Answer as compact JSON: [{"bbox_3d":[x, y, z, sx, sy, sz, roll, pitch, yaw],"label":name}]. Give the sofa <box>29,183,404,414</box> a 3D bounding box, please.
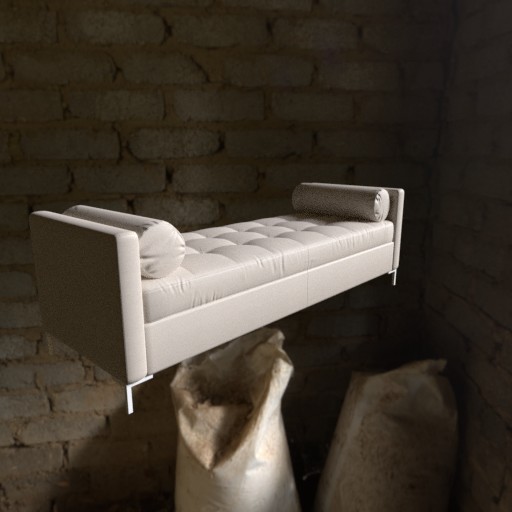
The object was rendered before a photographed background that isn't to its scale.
[{"bbox_3d":[0.000,0.000,2.338,0.686,0.635,1.981,13,19,41],"label":"sofa"}]
